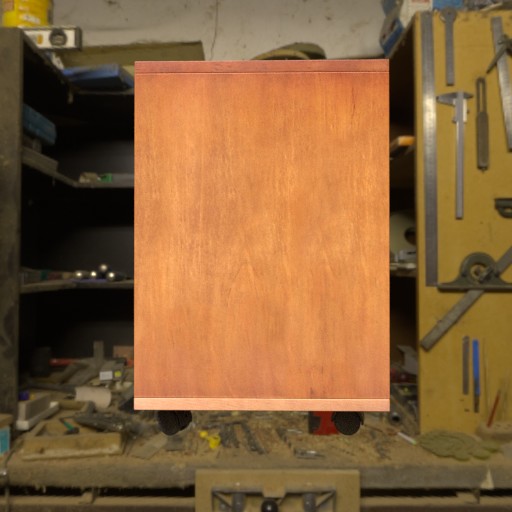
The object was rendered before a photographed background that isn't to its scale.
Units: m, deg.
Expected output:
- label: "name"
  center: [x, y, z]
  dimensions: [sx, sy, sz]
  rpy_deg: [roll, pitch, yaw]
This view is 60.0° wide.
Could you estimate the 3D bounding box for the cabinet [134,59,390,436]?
- label: "cabinet"
  center: [0.000, 0.000, 0.861]
  dimensions: [0.401, 0.579, 0.409]
  rpy_deg: [0, 0, 1]
